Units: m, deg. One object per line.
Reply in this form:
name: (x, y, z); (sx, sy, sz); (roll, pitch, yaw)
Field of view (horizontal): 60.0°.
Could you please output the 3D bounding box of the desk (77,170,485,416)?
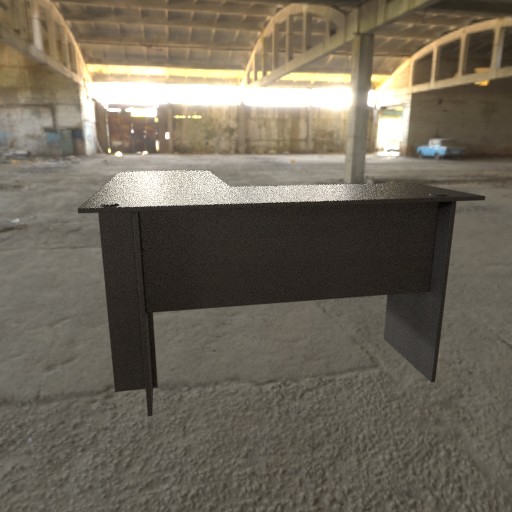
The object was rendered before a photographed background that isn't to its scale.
desk: (0.000, 0.000, 2.107); (1.303, 0.716, 1.361); (-3, 15, -11)
